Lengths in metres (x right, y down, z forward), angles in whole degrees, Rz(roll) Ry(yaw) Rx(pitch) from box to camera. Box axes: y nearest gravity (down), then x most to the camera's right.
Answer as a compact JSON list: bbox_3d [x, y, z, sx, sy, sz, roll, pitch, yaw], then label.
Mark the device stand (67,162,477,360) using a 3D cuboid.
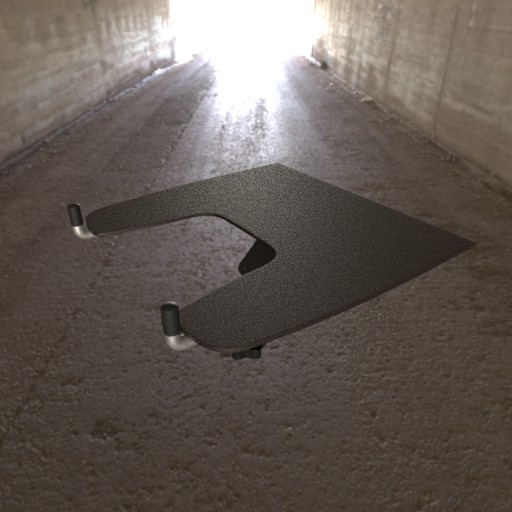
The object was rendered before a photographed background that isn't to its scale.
[{"bbox_3d":[0.000,0.000,0.353,0.230,0.092,0.230,-20,35,-31],"label":"device stand"}]
